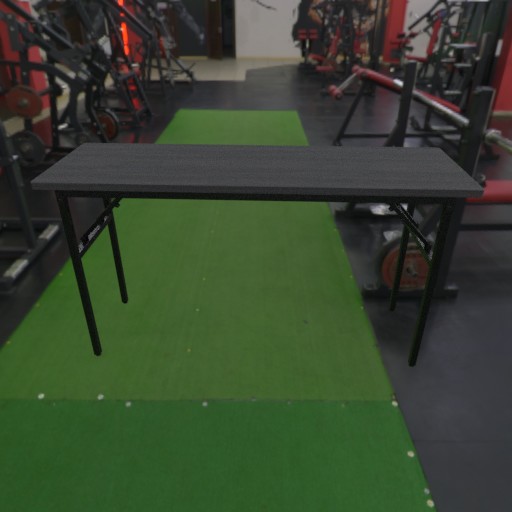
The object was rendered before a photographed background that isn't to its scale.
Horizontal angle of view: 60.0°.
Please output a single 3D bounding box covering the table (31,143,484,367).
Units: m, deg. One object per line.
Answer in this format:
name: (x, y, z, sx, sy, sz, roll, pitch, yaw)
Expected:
table: (0.000, 0.000, 1.738, 1.399, 0.750, 0.449, 1, 30, 2)
